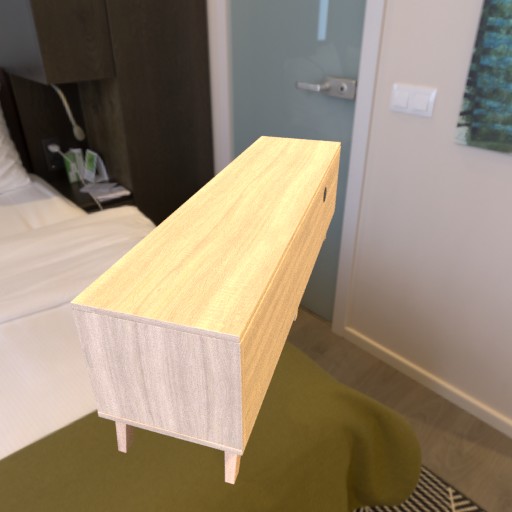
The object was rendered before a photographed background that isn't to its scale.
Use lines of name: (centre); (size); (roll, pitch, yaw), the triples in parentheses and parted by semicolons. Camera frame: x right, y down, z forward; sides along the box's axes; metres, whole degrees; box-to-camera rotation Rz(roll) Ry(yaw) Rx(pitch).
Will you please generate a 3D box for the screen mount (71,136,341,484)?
screen mount: (0.000, 0.000, 1.678); (0.401, 0.509, 1.500); (9, 31, 15)
